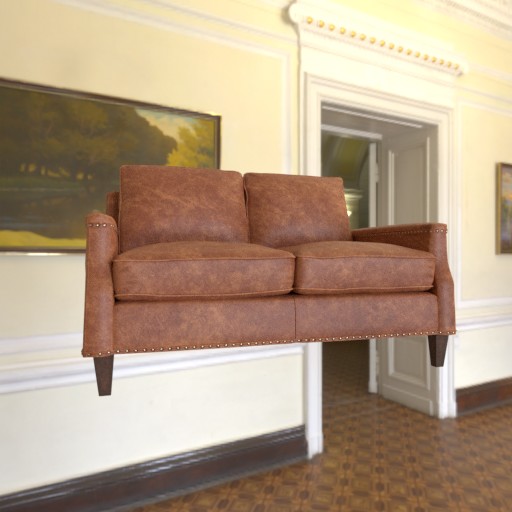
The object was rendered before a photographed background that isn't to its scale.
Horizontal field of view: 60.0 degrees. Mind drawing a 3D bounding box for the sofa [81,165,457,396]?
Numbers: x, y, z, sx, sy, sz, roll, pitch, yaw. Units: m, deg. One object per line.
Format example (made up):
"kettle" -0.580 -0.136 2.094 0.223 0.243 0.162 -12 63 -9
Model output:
"sofa" 0.000 0.000 2.273 1.597 1.003 1.084 0 0 -17
